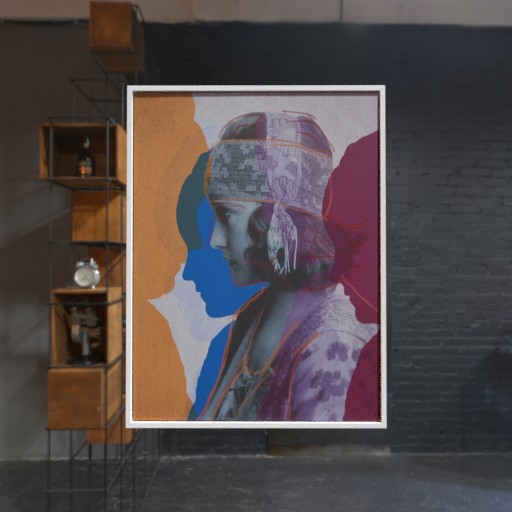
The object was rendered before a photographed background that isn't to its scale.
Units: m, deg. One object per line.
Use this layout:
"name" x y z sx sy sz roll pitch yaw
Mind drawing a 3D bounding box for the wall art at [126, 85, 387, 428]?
"wall art" 0.000 0.000 1.376 0.795 1.050 0.039 0 -1 0
